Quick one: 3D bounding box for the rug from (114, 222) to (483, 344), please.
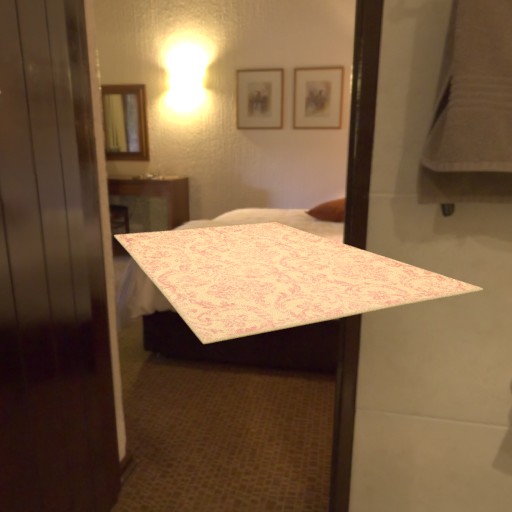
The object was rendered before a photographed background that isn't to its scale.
[{"bbox_3d":[0.000,0.000,3.566,1.819,0.018,2.746,-6,15,-24],"label":"rug"}]
